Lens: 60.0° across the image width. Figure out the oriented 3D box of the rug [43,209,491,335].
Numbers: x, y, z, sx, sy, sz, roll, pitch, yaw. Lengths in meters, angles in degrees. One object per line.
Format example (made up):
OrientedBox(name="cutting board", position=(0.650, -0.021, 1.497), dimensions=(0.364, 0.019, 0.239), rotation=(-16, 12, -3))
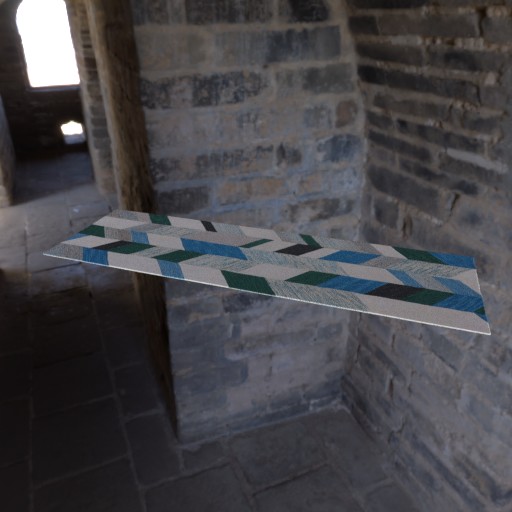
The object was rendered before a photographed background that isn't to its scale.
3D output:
OrientedBox(name="rug", position=(0.000, 0.000, 2.616), dimensions=(2.437, 0.008, 0.774), rotation=(9, 29, 16))
